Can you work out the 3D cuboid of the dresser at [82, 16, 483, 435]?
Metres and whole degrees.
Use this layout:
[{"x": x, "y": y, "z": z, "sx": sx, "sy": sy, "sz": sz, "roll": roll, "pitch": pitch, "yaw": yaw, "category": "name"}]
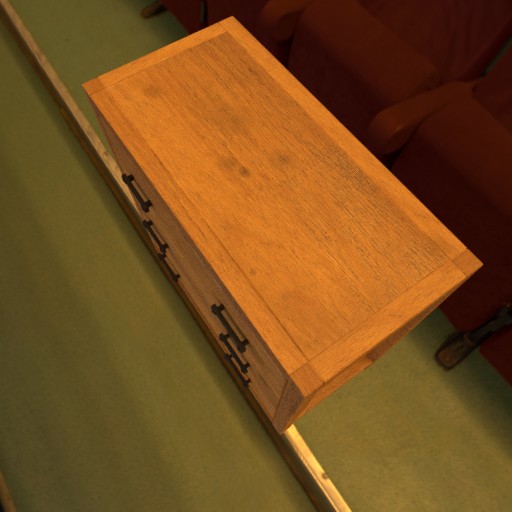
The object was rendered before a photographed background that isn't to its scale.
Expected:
[{"x": 0.000, "y": 0.000, "z": 1.234, "sx": 0.427, "sy": 0.804, "sz": 0.804, "roll": -32, "pitch": 68, "yaw": -14, "category": "dresser"}]
